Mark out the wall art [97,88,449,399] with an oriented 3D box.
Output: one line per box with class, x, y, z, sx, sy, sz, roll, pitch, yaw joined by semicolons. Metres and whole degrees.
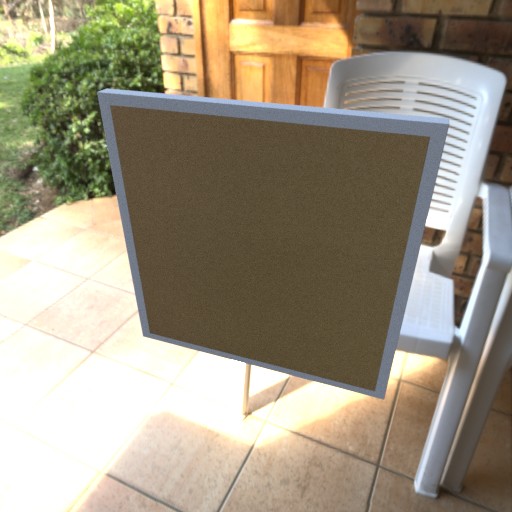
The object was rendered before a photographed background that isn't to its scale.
wall art;0.000;0.000;1.139;0.763;0.761;0.038;11;34;16
